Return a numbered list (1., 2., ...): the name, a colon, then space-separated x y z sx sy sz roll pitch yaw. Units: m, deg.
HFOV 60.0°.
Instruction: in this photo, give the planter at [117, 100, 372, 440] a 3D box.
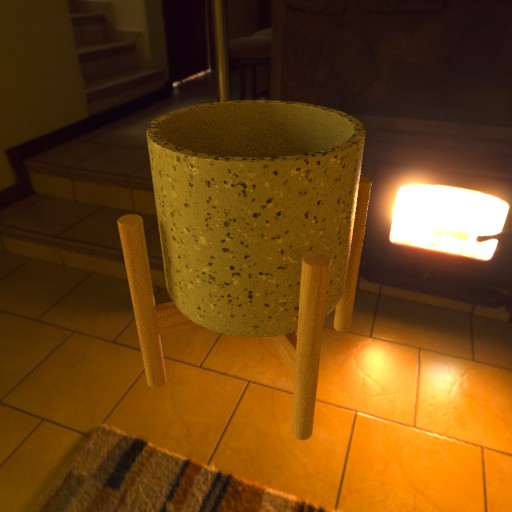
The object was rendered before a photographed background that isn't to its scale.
1. planter: 0.000 0.000 0.543 0.284 0.320 0.284 0 32 0
